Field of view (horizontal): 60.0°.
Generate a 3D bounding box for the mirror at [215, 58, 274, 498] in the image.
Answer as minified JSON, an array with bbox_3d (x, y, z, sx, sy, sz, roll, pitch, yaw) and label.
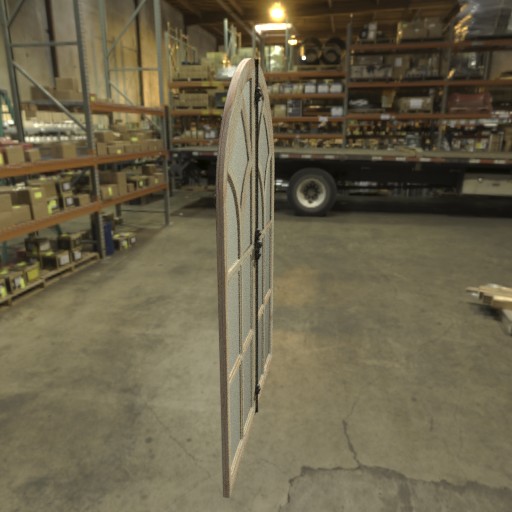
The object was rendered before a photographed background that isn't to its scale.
[{"bbox_3d":[0.000,0.000,1.116,0.032,0.915,0.609,3,16,10],"label":"mirror"}]
